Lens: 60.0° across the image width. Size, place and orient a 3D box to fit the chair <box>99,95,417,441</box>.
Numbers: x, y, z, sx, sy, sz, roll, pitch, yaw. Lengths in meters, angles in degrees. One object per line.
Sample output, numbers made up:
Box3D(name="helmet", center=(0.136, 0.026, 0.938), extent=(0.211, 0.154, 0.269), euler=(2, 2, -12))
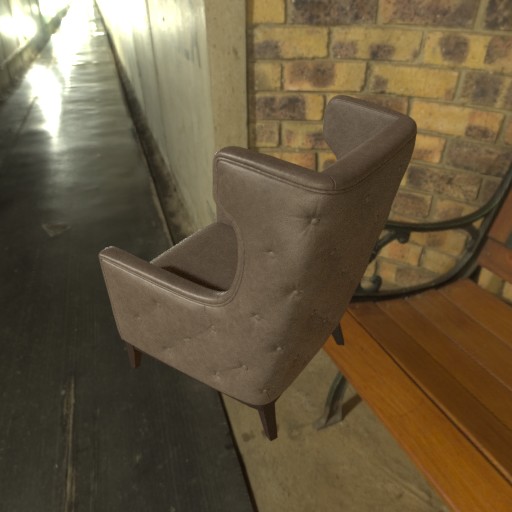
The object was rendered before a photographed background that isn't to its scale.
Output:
Box3D(name="chair", center=(0.000, 0.000, 1.663), extent=(0.899, 1.079, 0.769), euler=(21, 39, 28))
